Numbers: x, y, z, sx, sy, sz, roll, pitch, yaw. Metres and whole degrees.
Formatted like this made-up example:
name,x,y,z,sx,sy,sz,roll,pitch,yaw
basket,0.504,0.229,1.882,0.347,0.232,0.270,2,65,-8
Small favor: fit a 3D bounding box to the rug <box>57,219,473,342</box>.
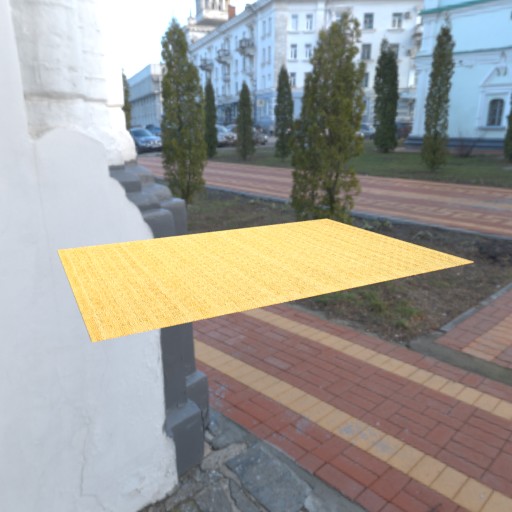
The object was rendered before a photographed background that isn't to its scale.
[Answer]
name,x,y,z,sx,sy,sz,roll,pitch,yaw
rug,0.000,0.000,2.916,2.286,0.006,1.524,-9,18,-27
